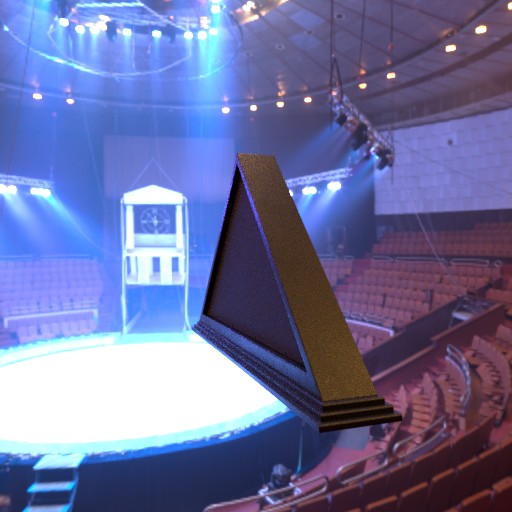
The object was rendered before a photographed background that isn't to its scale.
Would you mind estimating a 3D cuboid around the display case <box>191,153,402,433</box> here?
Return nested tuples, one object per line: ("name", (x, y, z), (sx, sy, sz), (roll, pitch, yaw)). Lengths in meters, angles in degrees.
("display case", (0.000, 0.000, 0.741), (0.095, 0.340, 0.640), (0, 0, -19))
